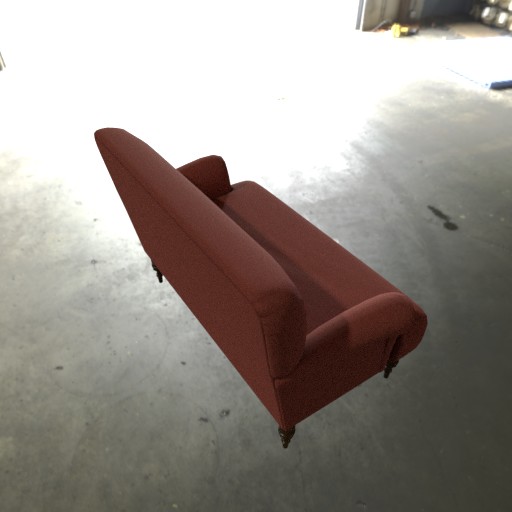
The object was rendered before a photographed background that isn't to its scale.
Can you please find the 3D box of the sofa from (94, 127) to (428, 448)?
[{"bbox_3d":[0.000,0.000,1.816,0.779,0.889,1.297,-24,46,-26],"label":"sofa"}]
